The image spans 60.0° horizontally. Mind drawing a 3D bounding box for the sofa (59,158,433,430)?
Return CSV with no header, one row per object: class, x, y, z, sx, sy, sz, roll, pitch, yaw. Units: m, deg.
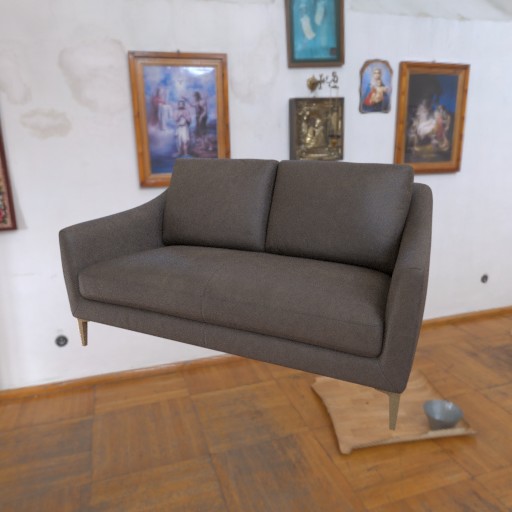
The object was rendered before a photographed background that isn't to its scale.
sofa,0.000,0.000,2.145,1.619,0.902,0.960,7,16,26
